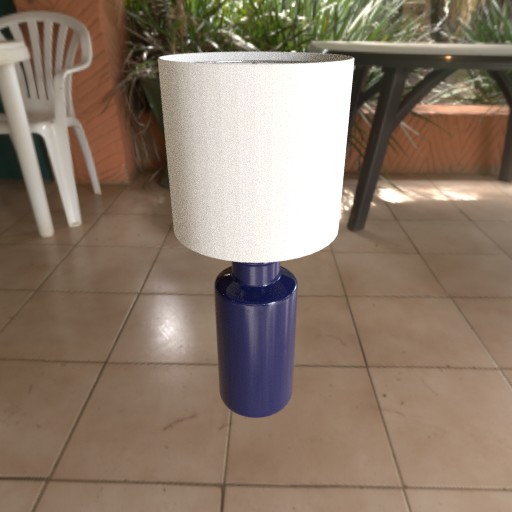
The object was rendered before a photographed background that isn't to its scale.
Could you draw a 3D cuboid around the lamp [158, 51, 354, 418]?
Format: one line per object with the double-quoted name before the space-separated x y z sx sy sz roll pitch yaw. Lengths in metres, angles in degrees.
"lamp" 0.000 0.000 0.600 0.212 0.493 0.212 0 27 0
